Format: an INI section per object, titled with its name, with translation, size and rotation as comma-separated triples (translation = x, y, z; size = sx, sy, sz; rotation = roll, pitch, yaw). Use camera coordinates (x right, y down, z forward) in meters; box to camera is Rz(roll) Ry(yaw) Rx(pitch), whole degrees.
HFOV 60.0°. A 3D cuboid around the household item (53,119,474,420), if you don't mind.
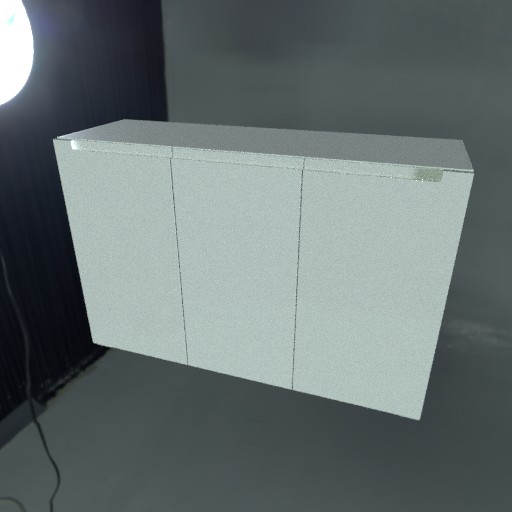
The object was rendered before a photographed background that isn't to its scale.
[household item]
translation = 0.000, 0.000, 1.669
size = 1.300, 0.867, 0.420
rotation = 9, 27, 17
